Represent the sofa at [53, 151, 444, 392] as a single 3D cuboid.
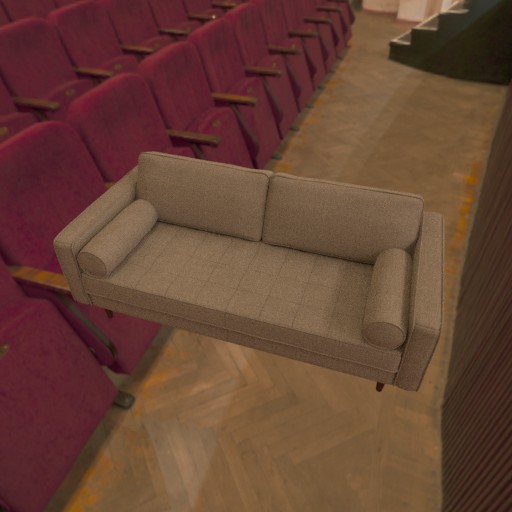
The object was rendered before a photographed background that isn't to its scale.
[{"bbox_3d":[0.000,0.000,2.413,1.879,0.762,0.914,12,41,14],"label":"sofa"}]
